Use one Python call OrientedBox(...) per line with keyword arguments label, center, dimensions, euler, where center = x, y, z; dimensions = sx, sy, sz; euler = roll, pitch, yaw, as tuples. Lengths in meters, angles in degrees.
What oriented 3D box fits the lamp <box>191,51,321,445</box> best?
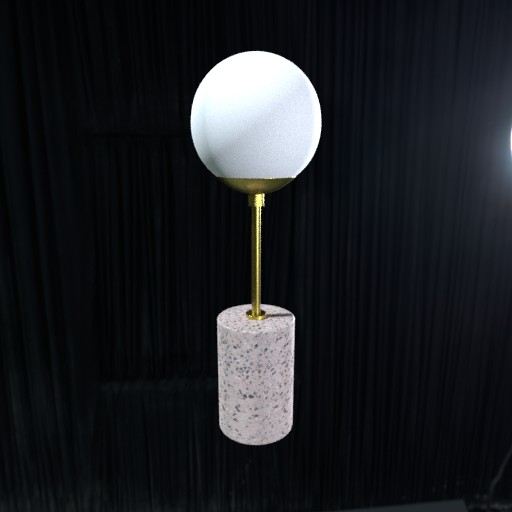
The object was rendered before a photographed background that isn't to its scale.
OrientedBox(label="lamp", center=(0.000, 0.000, 0.565), dimensions=(0.153, 0.480, 0.153), euler=(0, 14, 0))
